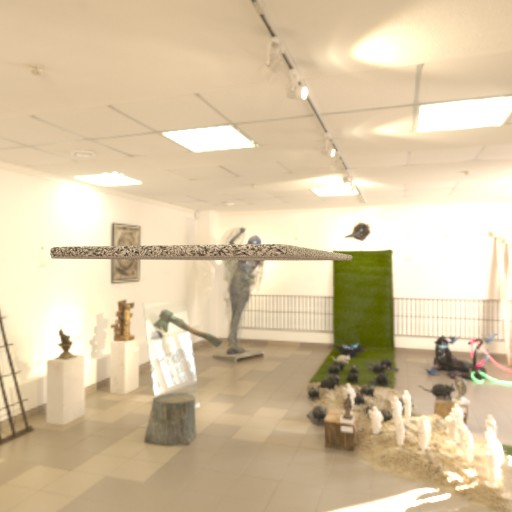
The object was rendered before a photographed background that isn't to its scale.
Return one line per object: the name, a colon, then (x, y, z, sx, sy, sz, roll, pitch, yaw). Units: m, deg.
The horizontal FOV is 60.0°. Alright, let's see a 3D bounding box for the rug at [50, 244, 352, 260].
rug: (0.000, 0.000, 1.738, 0.609, 0.030, 1.524, 0, -1, 17)
